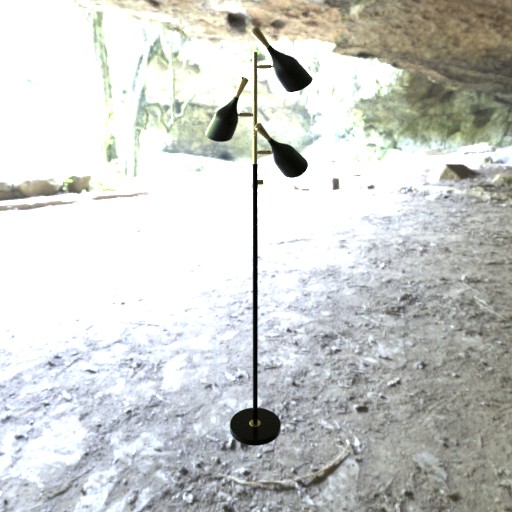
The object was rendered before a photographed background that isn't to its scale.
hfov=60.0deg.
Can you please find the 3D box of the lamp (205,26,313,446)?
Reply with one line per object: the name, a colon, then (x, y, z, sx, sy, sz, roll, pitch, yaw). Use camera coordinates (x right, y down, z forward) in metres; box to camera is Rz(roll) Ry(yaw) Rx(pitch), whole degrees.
lamp: (0.000, 0.000, 1.927, 0.434, 1.778, 0.253, 3, 17, 9)
